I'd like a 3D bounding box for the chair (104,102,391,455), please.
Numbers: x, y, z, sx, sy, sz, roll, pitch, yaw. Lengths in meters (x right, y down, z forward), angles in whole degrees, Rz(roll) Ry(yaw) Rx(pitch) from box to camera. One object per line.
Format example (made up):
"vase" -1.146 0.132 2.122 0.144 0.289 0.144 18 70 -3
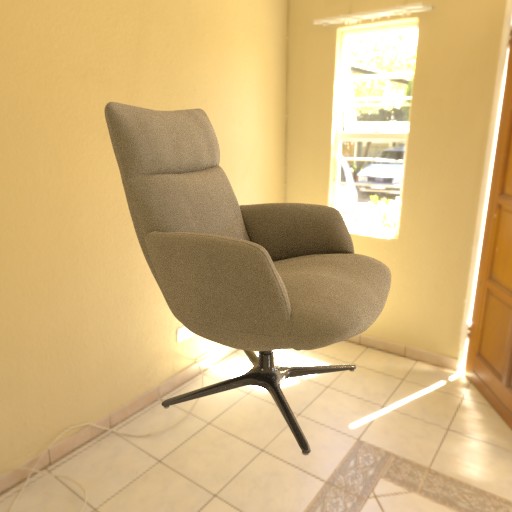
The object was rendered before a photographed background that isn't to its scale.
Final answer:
"chair" 0.000 0.000 1.551 0.889 1.016 0.711 8 17 26
